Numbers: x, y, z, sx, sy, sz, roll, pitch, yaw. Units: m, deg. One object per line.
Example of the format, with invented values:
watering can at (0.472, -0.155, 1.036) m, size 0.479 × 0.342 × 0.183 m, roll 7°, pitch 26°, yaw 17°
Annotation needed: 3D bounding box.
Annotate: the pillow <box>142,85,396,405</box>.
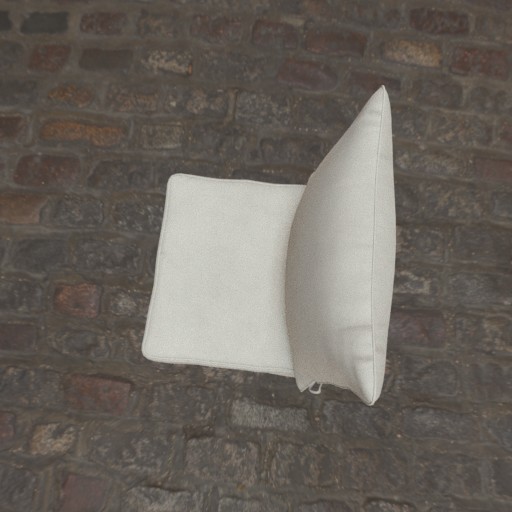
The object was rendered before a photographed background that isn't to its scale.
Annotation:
pillow at (0.000, 0.000, 1.354) m, size 0.733 × 0.716 × 0.798 m, roll 5°, pitch 76°, yaw 1°
